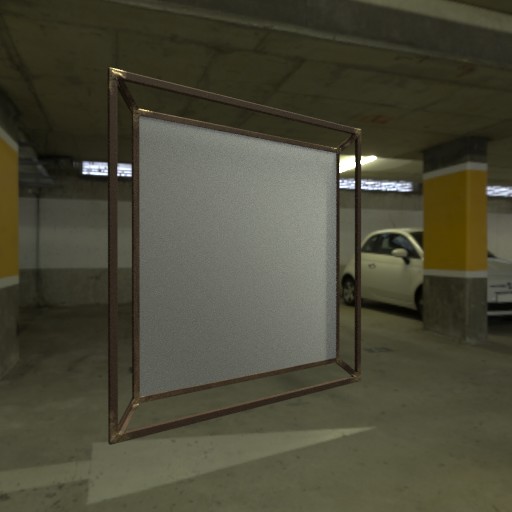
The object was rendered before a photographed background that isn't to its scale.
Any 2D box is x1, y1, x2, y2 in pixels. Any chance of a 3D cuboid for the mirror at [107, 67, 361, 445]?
[{"bbox_3d":[0.000,0.000,0.910,0.610,0.610,0.032,0,0,-36],"label":"mirror"}]
